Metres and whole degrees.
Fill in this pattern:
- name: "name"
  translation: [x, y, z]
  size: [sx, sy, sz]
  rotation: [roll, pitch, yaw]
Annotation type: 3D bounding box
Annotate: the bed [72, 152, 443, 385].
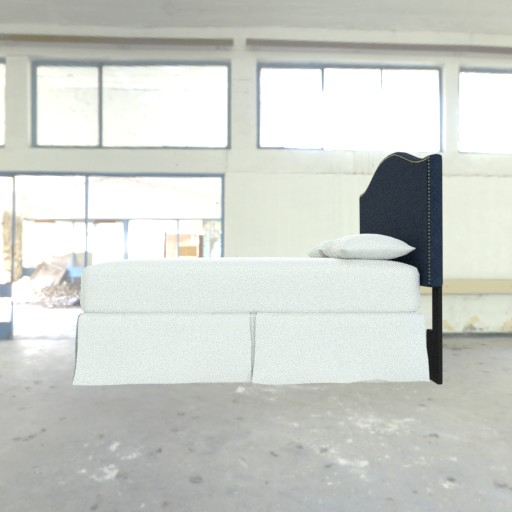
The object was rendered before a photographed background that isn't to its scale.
- name: "bed"
  translation: [0.000, 0.000, 3.345]
  size: [2.153, 1.518, 1.725]
  rotation: [0, -1, -1]
